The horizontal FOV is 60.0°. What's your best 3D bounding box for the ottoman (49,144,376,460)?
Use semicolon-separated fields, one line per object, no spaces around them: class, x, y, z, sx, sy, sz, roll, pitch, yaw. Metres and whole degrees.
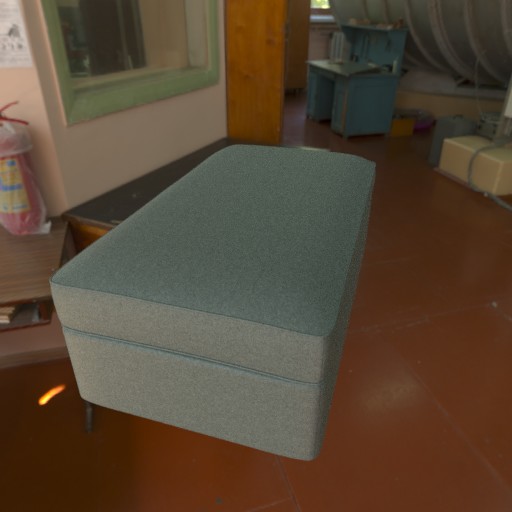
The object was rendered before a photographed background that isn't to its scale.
ottoman;0.000;0.000;1.518;0.681;0.494;1.173;9;31;15
